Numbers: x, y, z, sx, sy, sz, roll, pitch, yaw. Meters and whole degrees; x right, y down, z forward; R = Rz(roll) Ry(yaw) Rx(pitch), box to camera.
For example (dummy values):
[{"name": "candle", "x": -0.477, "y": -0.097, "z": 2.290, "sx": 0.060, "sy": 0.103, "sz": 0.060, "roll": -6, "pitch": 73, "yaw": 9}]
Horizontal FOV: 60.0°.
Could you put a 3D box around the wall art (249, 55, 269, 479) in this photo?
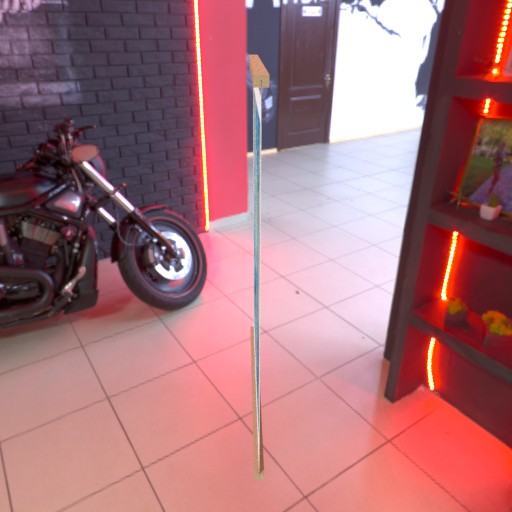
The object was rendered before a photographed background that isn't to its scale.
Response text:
[{"name": "wall art", "x": 0.000, "y": 0.000, "z": 1.879, "sx": 0.040, "sy": 1.510, "sz": 0.991, "roll": -1, "pitch": 27, "yaw": -1}]
